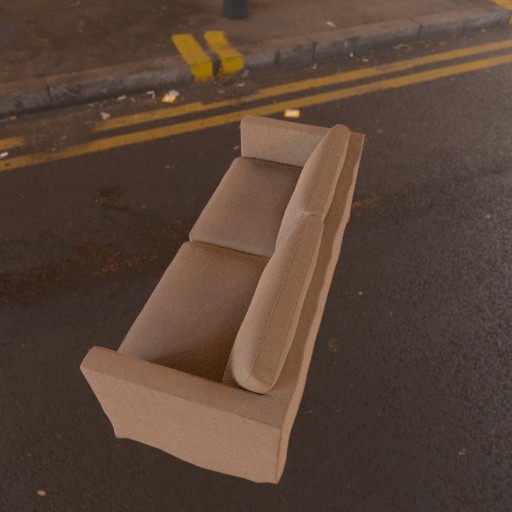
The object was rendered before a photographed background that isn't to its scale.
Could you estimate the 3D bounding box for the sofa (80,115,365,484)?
[{"bbox_3d":[0.000,0.000,2.760,0.956,0.847,2.296,13,48,12],"label":"sofa"}]
